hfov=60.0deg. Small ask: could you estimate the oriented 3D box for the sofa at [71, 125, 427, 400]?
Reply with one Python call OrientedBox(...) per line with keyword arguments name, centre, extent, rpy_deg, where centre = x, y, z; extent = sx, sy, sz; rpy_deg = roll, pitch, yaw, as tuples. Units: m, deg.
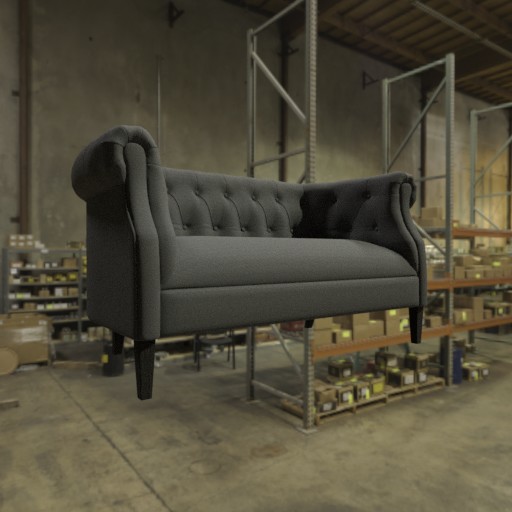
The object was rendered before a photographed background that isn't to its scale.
OrientedBox(name="sofa", centre=(0.000, 0.000, 1.994), extent=(1.558, 0.827, 0.835), rpy_deg=(0, 1, -36))
